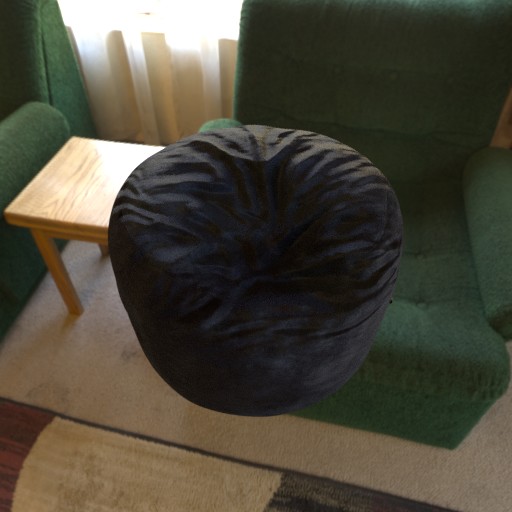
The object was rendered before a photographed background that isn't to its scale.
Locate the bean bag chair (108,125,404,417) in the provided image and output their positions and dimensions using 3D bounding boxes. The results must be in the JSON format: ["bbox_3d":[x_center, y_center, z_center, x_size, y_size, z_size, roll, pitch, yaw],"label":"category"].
[{"bbox_3d":[0.000,0.000,1.509,0.918,0.616,0.918,0,46,0],"label":"bean bag chair"}]
